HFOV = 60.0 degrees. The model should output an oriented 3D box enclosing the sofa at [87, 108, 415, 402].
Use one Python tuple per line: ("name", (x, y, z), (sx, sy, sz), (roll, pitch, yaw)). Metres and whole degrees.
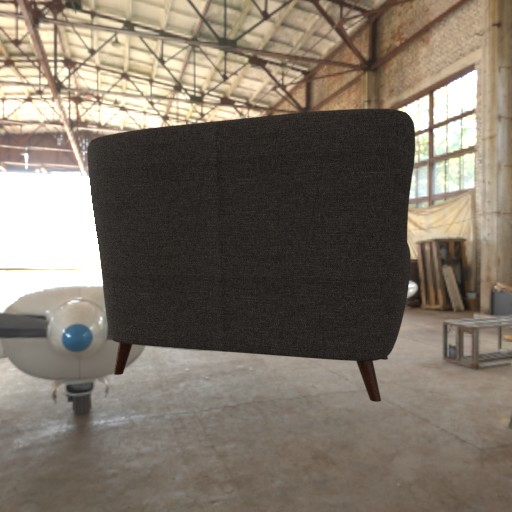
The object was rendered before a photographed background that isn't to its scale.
("sofa", (0.000, 0.000, 2.025), (1.358, 1.028, 0.874), (0, 0, 19))
